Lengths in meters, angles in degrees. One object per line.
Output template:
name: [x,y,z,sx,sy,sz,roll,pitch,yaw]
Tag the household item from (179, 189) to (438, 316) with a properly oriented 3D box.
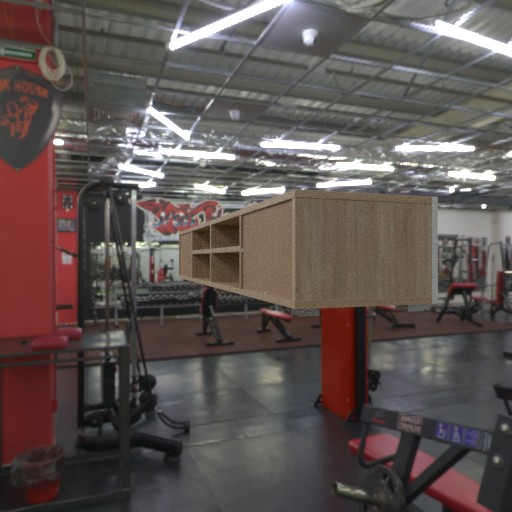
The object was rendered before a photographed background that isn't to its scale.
household item: [0.000,0.000,2.010,0.420,0.310,1.850,0,0,-18]
